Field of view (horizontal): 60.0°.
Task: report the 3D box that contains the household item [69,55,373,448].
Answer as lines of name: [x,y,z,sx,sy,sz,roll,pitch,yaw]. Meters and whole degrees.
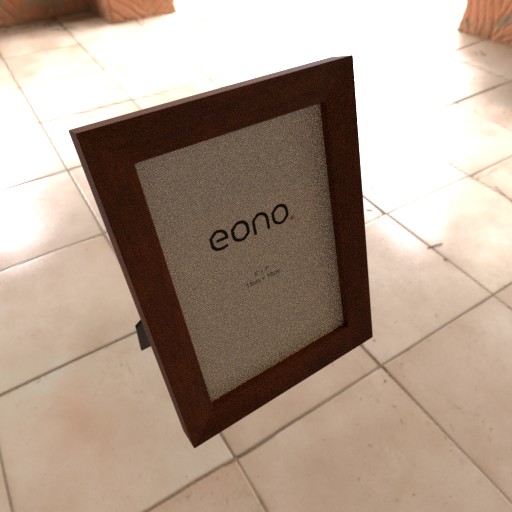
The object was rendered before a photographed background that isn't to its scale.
household item: [0.000,0.000,0.283,0.160,0.204,0.096,-25,50,-23]
